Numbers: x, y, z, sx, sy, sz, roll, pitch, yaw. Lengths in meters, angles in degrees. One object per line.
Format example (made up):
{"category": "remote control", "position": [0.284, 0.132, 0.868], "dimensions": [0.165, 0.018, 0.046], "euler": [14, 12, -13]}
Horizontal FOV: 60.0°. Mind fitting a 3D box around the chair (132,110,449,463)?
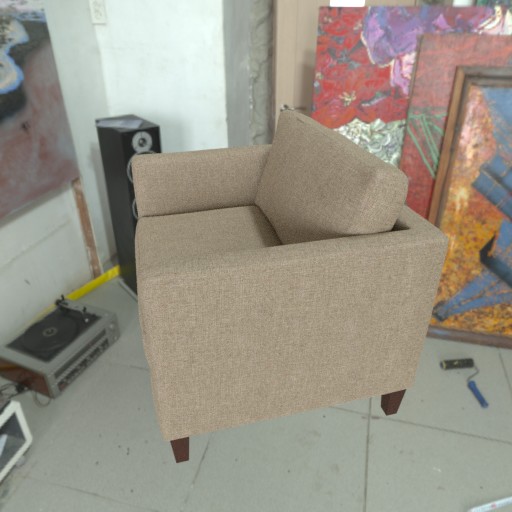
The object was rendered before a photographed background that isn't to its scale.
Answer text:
{"category": "chair", "position": [0.000, 0.000, 1.817], "dimensions": [0.959, 0.987, 1.107], "euler": [-8, 31, -13]}
